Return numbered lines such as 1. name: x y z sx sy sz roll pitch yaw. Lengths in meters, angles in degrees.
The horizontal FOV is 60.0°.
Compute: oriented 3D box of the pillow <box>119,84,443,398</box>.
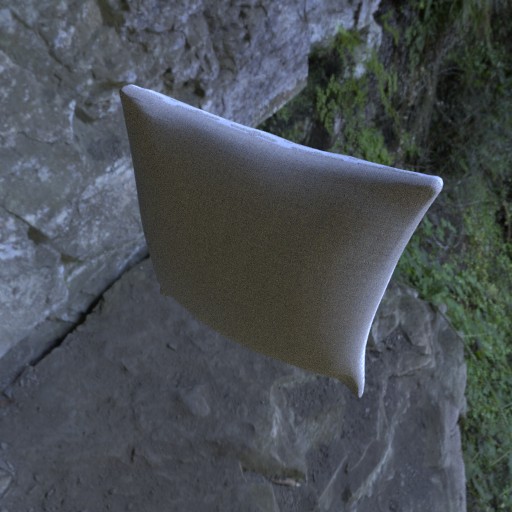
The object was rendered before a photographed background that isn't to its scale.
1. pillow: 0.000 0.000 0.775 0.496 0.491 0.219 23 50 21
